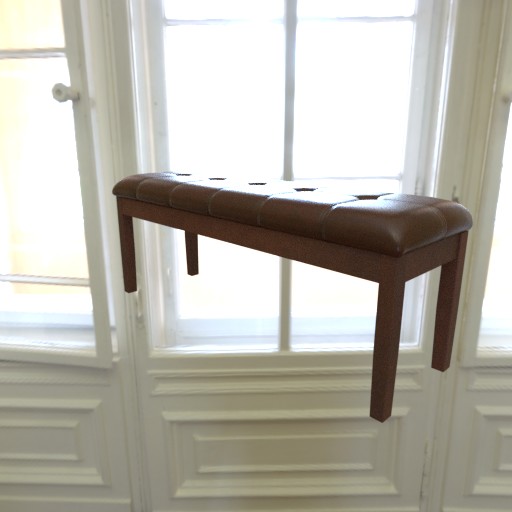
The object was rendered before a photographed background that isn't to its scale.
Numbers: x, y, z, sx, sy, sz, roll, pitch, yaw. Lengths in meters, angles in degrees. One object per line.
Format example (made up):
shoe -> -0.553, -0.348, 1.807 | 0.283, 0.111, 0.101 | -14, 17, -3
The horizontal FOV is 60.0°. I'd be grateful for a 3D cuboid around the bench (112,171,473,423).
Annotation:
bench -> 0.000, 0.000, 1.514 | 0.401, 0.491, 1.259 | -15, 22, -42
